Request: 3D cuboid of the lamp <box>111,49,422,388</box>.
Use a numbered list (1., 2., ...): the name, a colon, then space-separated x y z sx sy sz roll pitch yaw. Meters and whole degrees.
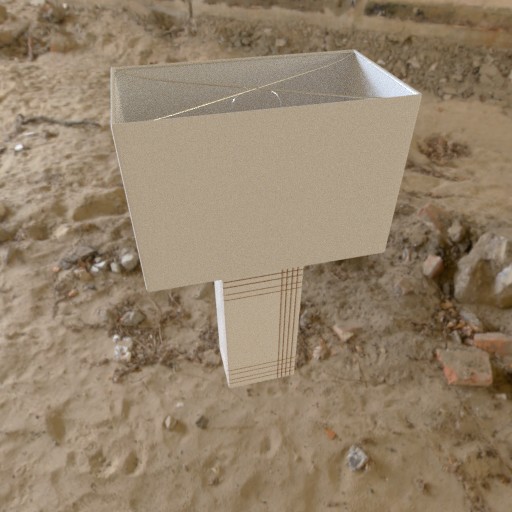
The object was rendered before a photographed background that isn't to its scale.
1. lamp: 0.000 0.000 0.697 0.334 0.543 0.182 -9 41 -11
